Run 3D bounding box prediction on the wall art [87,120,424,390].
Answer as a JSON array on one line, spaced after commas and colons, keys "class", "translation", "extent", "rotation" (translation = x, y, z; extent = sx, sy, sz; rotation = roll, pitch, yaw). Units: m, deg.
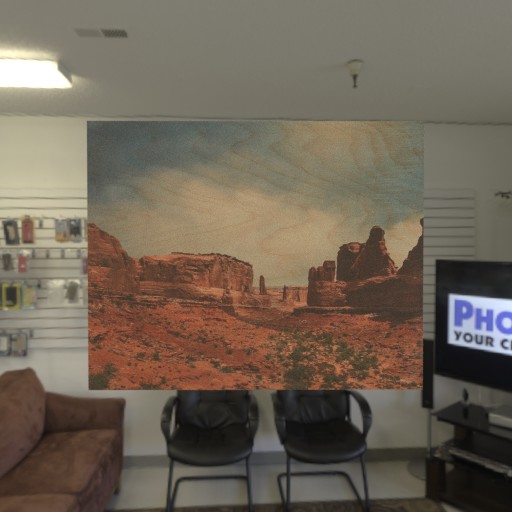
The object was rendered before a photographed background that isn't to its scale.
[{"class": "wall art", "translation": [0.000, 0.000, 0.676], "extent": [0.508, 0.406, 0.013], "rotation": [0, 1, 0]}]
